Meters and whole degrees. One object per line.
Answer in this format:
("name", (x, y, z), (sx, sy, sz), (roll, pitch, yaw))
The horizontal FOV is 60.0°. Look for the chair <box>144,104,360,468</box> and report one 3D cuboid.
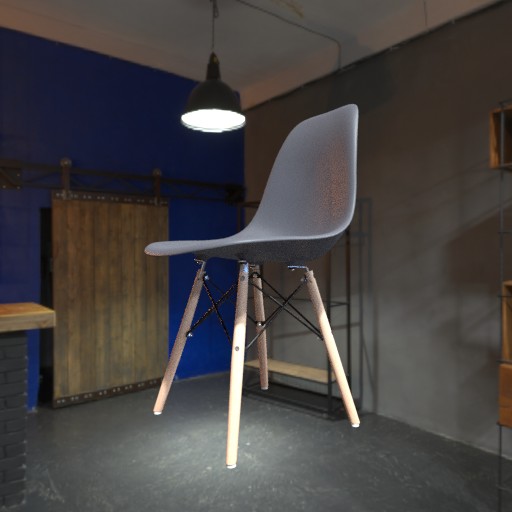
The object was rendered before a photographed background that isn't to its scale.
("chair", (0.000, 0.000, 1.125), (0.533, 0.826, 0.470), (0, 1, -36))
